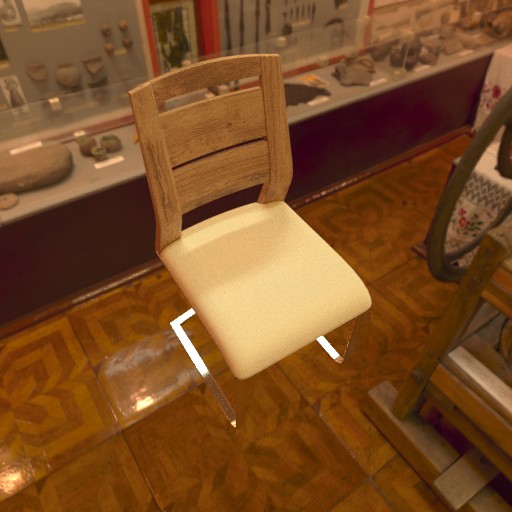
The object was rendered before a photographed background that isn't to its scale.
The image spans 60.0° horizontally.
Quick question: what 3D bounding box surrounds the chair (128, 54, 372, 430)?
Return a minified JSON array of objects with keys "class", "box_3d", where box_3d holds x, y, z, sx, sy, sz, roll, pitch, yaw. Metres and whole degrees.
[{"class":"chair","box_3d":[0.000,0.000,1.291,0.457,0.955,0.561,-24,50,-22]}]
